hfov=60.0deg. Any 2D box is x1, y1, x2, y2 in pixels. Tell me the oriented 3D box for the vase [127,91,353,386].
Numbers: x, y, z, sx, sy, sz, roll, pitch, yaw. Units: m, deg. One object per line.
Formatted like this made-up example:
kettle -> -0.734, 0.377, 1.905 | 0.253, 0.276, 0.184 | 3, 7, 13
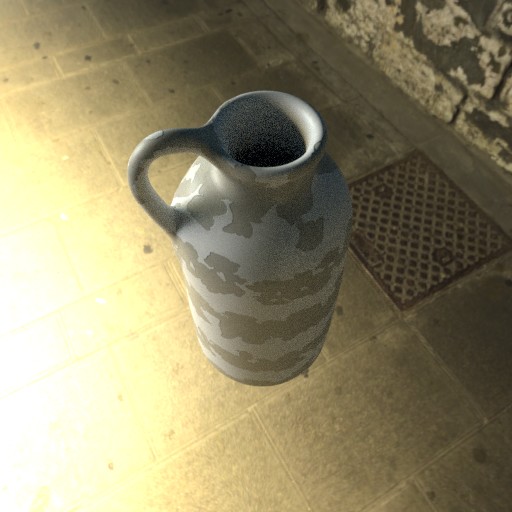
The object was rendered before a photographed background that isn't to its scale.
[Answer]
vase -> 0.000, 0.000, 0.479 | 0.203, 0.382, 0.186 | -13, 59, -8
